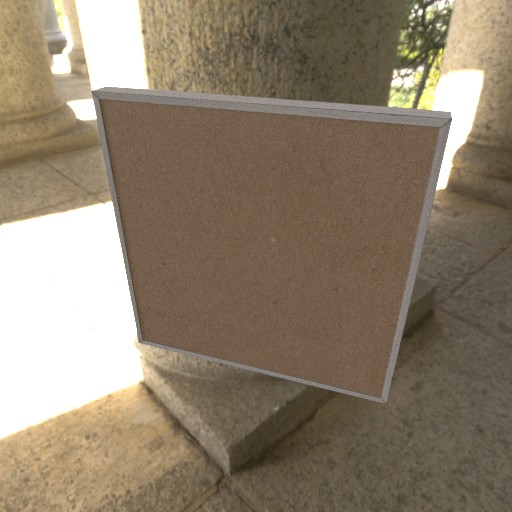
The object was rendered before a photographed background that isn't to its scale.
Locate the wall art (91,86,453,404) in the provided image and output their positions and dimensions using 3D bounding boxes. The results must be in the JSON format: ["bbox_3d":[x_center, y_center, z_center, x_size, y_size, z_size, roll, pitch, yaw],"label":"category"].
[{"bbox_3d":[0.000,0.000,0.747,0.508,0.508,0.038,10,33,15],"label":"wall art"}]
